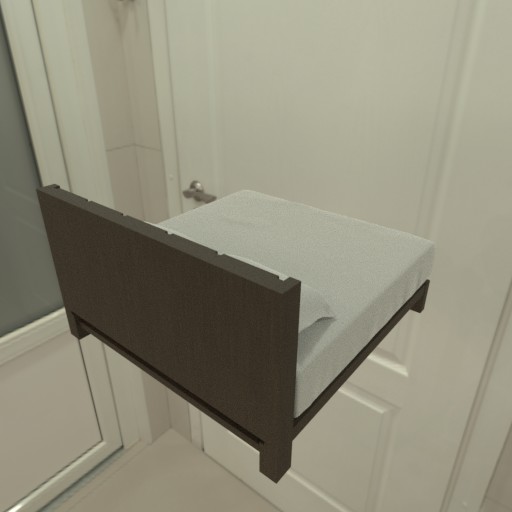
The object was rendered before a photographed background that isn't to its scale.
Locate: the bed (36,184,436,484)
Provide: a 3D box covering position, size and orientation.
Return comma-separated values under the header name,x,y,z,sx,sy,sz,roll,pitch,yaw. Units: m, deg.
name,x,y,z,sx,sy,sz,roll,pitch,yaw
bed,0.000,0.000,3.548,2.143,1.261,2.238,21,34,34
